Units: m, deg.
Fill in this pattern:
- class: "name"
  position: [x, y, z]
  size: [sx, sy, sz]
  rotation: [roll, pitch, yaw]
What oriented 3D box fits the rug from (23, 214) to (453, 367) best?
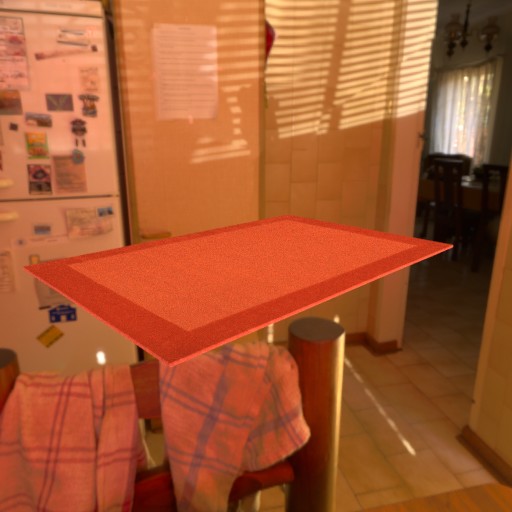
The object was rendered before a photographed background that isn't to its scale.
- class: "rug"
  position: [0.000, 0.000, 2.238]
  size: [1.829, 0.014, 1.219]
  rotation: [-15, 22, -42]
